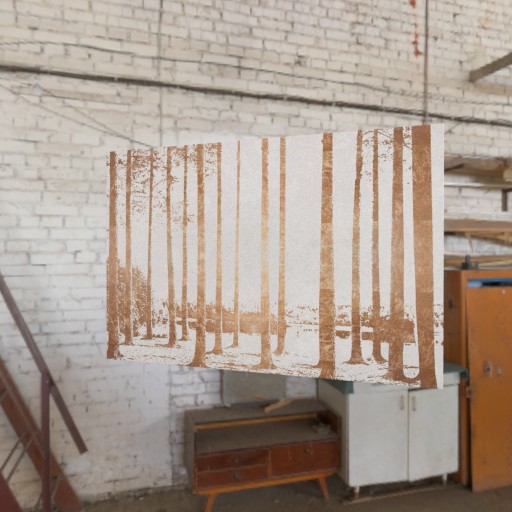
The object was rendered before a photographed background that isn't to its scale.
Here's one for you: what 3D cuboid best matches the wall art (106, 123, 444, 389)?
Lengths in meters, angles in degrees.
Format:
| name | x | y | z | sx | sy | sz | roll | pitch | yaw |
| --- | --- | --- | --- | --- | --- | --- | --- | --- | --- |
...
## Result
| name | x | y | z | sx | sy | sz | roll | pitch | yaw |
| --- | --- | --- | --- | --- | --- | --- | --- | --- | --- |
| wall art | 0.000 | 0.000 | 1.173 | 0.914 | 0.609 | 0.035 | 0 | 1 | 18 |
